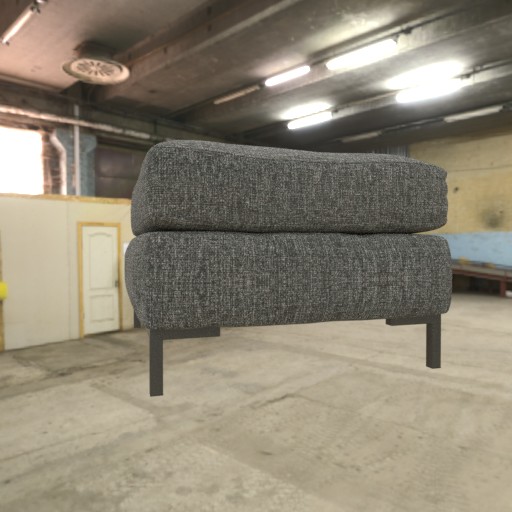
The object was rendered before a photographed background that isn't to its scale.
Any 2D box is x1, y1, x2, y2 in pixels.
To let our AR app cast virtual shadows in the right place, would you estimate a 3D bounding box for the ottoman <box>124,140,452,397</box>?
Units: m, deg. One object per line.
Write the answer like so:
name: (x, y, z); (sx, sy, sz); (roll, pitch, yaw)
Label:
ottoman: (0.000, 0.000, 1.212); (0.683, 0.480, 0.828); (0, 1, -18)
